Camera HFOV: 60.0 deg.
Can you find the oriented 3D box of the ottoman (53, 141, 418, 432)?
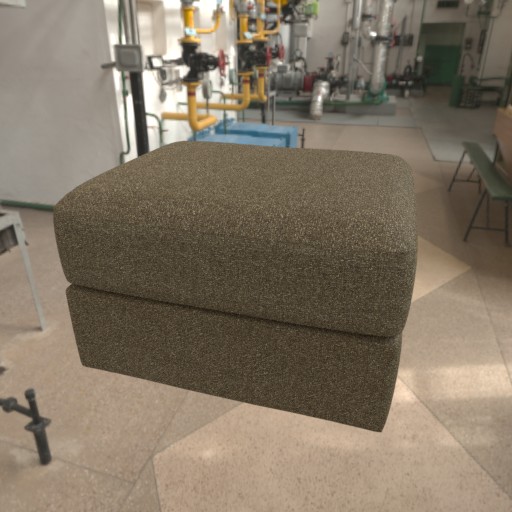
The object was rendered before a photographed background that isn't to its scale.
[{"bbox_3d":[0.000,0.000,1.123,0.742,0.476,0.598,8,27,15],"label":"ottoman"}]
